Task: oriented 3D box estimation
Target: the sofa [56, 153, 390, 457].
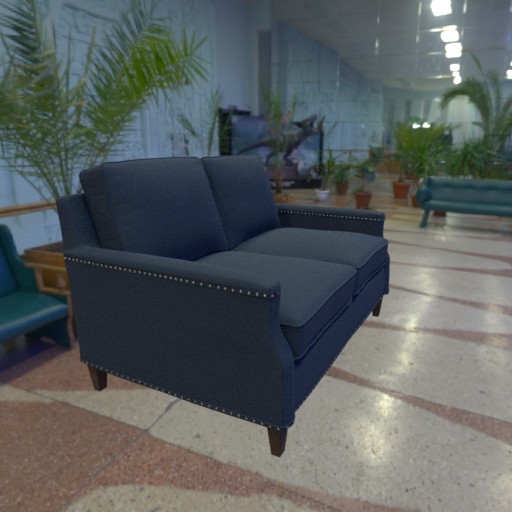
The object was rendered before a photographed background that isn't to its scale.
[{"bbox_3d":[0.000,0.000,2.288,1.084,1.003,1.597,8,17,27],"label":"sofa"}]
